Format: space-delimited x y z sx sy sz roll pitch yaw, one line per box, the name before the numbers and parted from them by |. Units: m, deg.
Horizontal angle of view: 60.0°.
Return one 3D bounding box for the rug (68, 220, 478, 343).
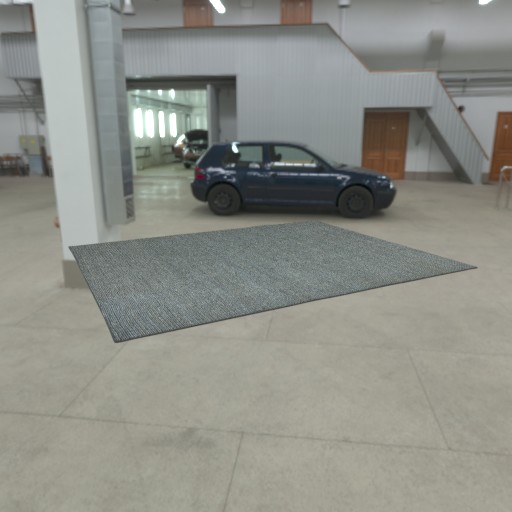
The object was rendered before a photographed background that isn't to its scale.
rug | 0.000 0.000 4.192 3.068 0.021 2.456 -8 17 -27
